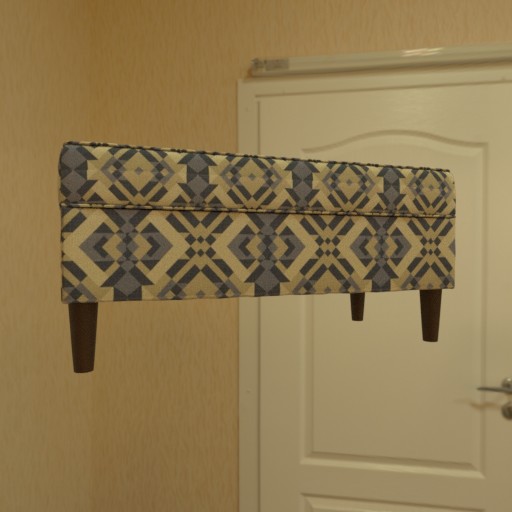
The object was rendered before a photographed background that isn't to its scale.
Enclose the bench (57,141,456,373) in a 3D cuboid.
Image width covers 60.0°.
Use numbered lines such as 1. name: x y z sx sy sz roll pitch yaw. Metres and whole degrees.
1. bench: 0.000 0.000 1.270 1.016 0.477 0.492 0 1 -20
